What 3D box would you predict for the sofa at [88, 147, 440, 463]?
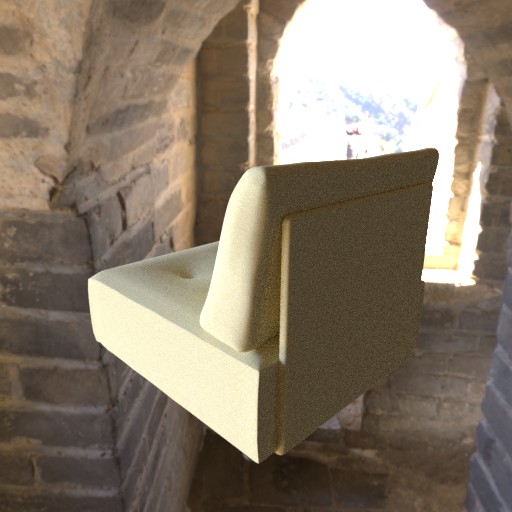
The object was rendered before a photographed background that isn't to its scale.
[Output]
[{"bbox_3d":[0.000,0.000,1.706,0.930,0.820,1.000,-17,24,-42],"label":"sofa"}]
